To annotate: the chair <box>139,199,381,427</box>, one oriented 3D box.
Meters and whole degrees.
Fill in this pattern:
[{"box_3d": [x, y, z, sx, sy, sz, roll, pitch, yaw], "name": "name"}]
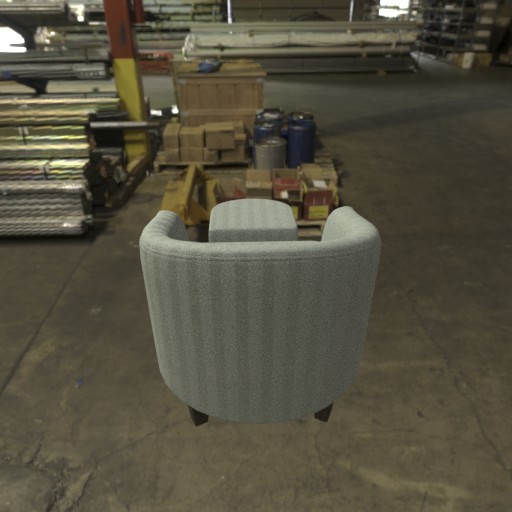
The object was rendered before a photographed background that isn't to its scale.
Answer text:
[{"box_3d": [0.000, 0.000, 1.777, 0.756, 0.757, 1.288, -1, 30, -2], "name": "chair"}]
